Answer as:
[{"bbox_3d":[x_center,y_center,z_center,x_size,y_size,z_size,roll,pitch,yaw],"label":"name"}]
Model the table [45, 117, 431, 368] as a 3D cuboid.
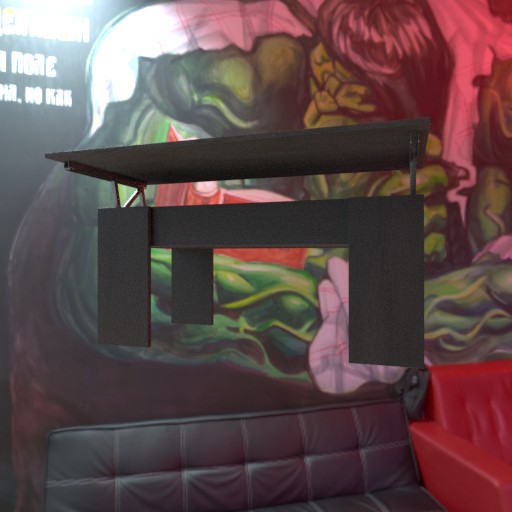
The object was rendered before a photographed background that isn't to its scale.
[{"bbox_3d":[0.000,0.000,1.408,1.000,0.570,0.711,0,0,19],"label":"table"}]
